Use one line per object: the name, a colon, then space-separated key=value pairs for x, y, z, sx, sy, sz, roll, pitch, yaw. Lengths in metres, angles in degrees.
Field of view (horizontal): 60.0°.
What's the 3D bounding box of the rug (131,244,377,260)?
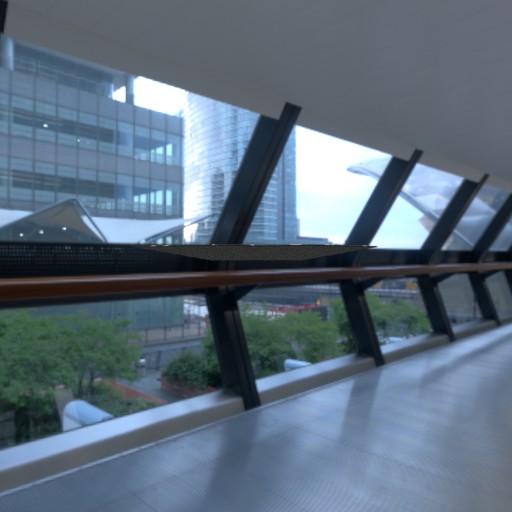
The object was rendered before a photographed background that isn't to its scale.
rug: x=0.000 y=0.000 z=2.648 sx=0.807 sy=0.010 sz=2.476 roll=0 pitch=-2 yaw=0
